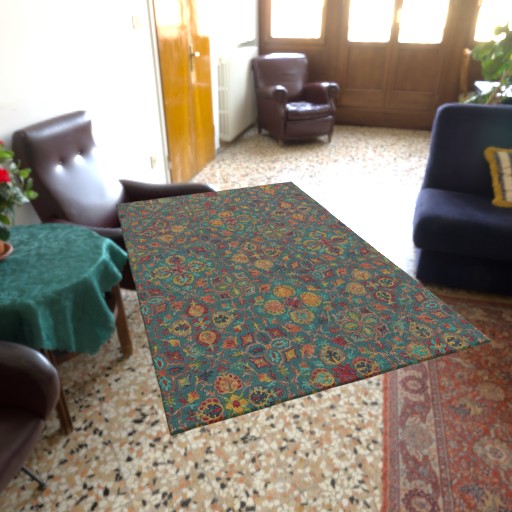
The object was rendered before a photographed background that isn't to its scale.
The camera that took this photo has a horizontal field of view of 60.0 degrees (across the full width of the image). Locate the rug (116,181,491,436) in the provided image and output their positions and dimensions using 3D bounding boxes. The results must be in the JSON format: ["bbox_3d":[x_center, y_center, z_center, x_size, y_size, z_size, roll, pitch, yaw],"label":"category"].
[{"bbox_3d":[0.000,0.000,2.235,1.216,0.014,1.836,-10,31,-17],"label":"rug"}]
